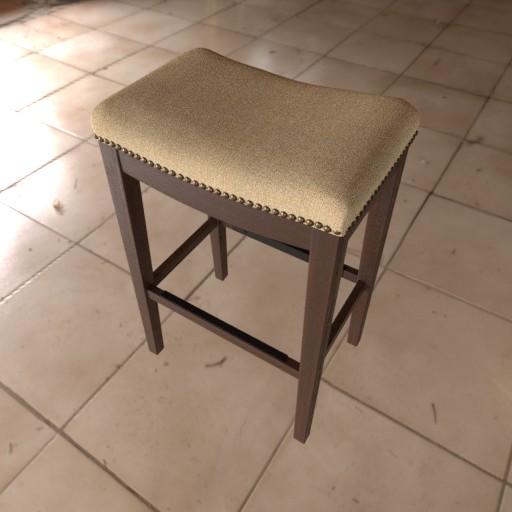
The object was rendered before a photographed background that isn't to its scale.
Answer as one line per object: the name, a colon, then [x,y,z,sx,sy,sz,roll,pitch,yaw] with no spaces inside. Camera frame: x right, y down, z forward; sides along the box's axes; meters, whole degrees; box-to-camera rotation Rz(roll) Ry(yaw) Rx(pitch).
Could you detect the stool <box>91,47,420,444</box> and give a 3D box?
stool: [0.000,0.000,1.030,0.509,0.768,0.363,24,51,21]
